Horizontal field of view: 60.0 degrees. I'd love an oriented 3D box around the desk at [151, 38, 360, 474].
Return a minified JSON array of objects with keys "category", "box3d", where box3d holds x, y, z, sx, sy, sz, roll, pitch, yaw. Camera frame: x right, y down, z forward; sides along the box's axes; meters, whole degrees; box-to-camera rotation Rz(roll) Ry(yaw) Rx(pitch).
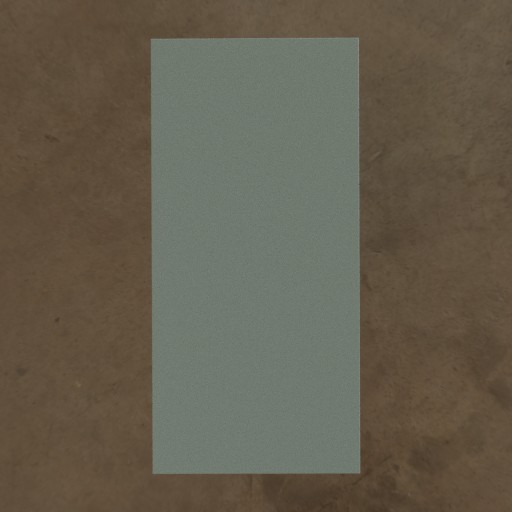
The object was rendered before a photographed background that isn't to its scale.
[{"category":"desk","box3d":[0.000,0.000,1.466,0.509,0.780,1.059,0,90,0]}]
